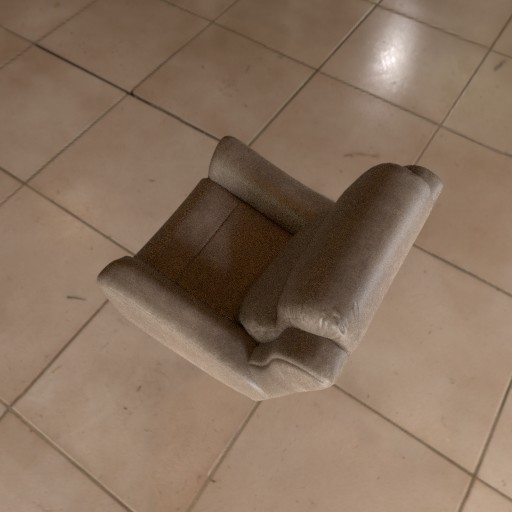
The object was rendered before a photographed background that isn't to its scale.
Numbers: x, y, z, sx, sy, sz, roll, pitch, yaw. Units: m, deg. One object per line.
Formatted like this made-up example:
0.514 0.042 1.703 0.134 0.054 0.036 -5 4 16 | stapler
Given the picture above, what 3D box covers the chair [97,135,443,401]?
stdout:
0.000 0.000 1.909 1.068 1.116 0.967 30 66 15 | chair
